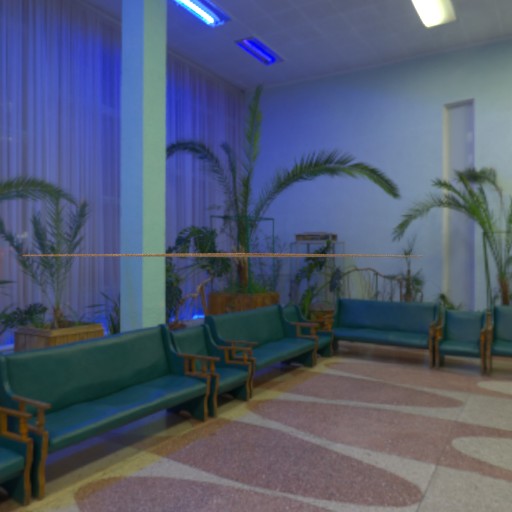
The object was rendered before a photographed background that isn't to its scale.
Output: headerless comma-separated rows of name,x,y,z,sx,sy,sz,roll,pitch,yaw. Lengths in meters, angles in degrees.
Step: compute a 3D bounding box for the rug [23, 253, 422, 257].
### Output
rug,0.000,0.000,2.929,1.524,0.006,2.285,0,0,35
